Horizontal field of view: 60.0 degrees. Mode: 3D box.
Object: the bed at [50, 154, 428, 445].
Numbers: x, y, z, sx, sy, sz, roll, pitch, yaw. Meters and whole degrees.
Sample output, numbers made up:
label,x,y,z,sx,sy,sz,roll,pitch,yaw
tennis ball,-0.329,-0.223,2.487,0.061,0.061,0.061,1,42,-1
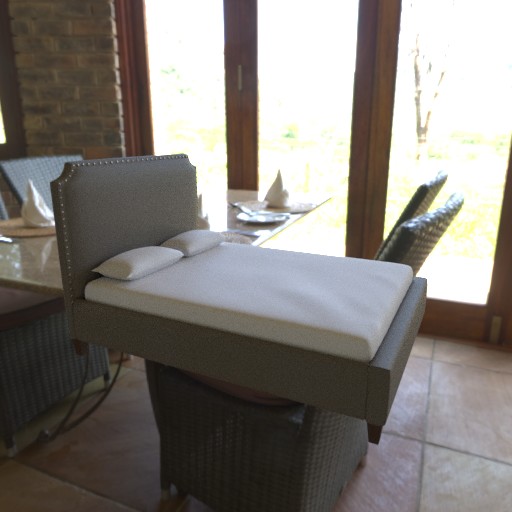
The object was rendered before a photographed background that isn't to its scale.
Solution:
label,x,y,z,sx,sy,sz,roll,pitch,yaw
bed,0.000,0.000,3.409,2.372,1.443,1.712,8,17,26
